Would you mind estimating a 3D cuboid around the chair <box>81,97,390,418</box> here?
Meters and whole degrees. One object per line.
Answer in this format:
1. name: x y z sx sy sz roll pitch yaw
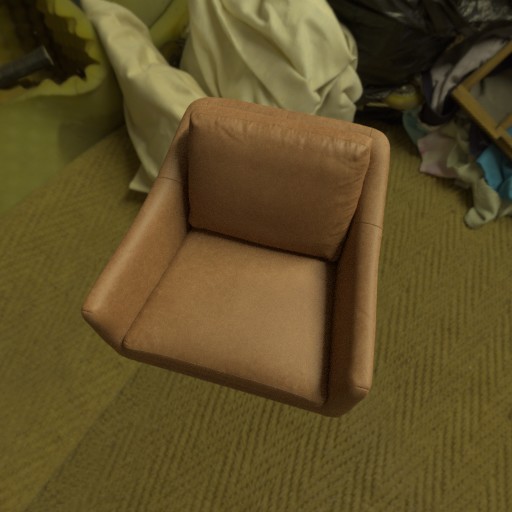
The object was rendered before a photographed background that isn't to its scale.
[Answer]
1. chair: 0.000 0.000 1.770 0.988 0.895 0.963 14 60 8
